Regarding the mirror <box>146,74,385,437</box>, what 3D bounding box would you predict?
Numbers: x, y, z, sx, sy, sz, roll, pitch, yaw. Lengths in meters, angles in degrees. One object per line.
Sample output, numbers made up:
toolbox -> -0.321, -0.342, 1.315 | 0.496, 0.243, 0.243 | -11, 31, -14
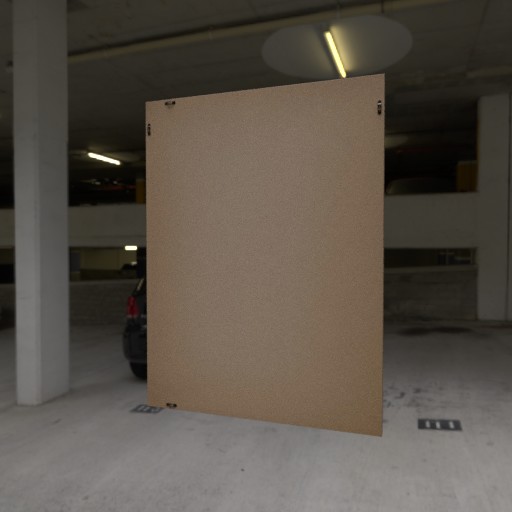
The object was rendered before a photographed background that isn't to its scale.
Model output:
mirror -> 0.000, 0.000, 1.376 | 0.762, 1.016, 0.041 | 0, 1, 19
